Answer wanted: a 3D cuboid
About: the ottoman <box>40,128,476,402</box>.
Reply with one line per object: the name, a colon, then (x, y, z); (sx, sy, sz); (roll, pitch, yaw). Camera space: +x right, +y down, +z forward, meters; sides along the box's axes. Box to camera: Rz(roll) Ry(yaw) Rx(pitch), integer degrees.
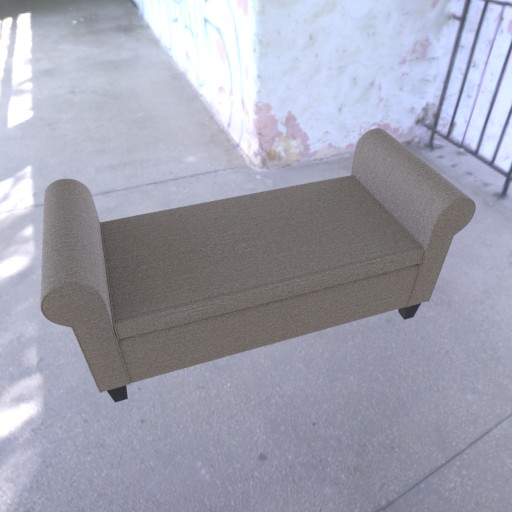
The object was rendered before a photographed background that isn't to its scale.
ottoman: (0.000, 0.000, 1.526); (1.256, 0.547, 0.521); (-13, 43, -14)
